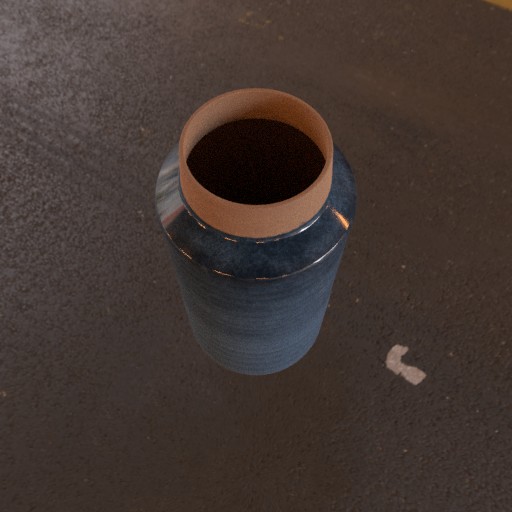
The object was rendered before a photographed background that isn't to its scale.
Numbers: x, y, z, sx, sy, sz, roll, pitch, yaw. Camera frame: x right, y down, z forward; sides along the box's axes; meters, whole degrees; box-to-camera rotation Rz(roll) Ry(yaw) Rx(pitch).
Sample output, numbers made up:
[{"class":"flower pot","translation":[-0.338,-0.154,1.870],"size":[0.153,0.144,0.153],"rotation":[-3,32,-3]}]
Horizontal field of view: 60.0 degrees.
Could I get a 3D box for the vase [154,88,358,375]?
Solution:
[{"class":"vase","translation":[0.000,0.000,0.416],"size":[0.163,0.316,0.163],"rotation":[0,64,0]}]
